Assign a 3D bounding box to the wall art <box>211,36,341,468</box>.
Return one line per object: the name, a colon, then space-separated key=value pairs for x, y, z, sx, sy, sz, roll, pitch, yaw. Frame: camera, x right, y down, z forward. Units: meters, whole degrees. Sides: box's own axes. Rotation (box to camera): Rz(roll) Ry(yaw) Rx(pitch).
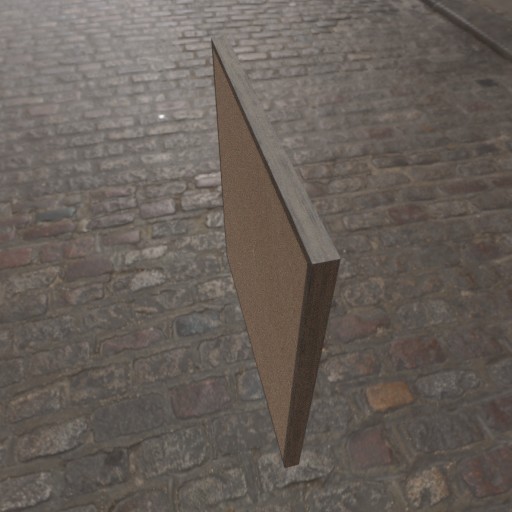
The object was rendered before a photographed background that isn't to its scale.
wall art: x=0.000 y=0.000 z=1.096 sx=0.038 sy=0.762 sz=0.762 roll=-10 pitch=47 yaw=-9
